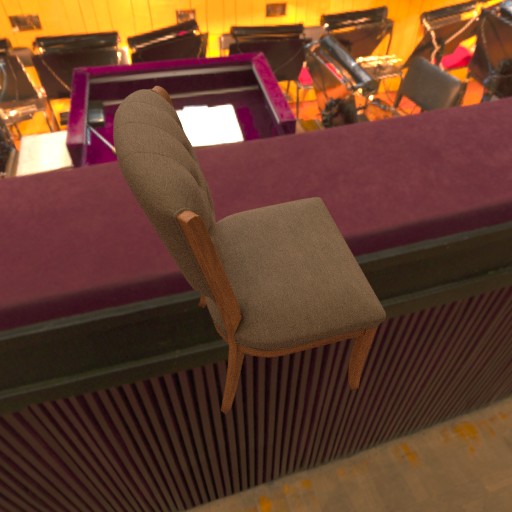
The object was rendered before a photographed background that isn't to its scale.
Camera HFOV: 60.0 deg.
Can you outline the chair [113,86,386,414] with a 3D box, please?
[{"bbox_3d":[0.000,0.000,1.241,0.584,0.905,0.513,-11,48,-10],"label":"chair"}]
